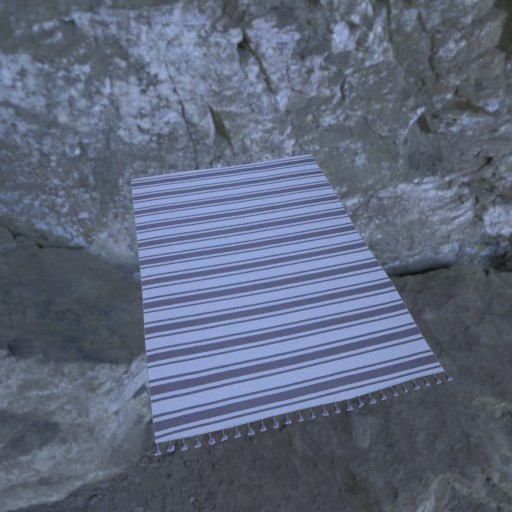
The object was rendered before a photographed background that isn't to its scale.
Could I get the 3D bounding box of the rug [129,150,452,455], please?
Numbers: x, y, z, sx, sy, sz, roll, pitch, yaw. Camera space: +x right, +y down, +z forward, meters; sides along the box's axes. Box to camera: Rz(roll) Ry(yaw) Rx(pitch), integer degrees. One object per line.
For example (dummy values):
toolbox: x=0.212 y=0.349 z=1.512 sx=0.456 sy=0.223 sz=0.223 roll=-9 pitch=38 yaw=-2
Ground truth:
rug: x=0.000 y=0.000 z=3.876 sx=2.030 sy=0.017 sz=3.040 roll=-10 pitch=46 yaw=-10
